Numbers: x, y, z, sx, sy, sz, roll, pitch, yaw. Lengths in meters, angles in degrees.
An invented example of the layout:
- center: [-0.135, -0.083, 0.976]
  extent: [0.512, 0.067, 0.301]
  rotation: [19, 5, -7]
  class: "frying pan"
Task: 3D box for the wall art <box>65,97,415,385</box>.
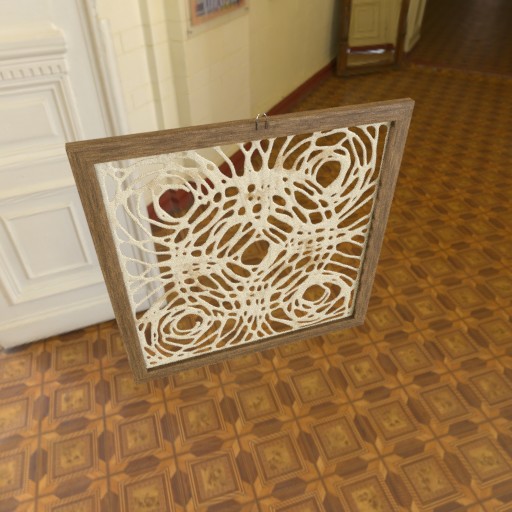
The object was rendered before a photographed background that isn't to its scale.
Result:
- center: [0.000, 0.000, 0.860]
  extent: [0.561, 0.576, 0.021]
  rotation: [-12, 41, -14]
  class: "wall art"
